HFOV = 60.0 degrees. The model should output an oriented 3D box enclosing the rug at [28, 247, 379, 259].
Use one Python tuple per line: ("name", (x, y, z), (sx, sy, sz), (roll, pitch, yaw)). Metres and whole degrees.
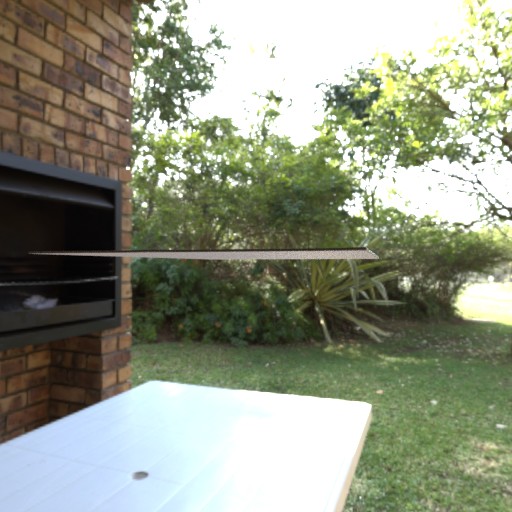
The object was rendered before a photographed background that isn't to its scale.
("rug", (0.000, 0.000, 2.344), (1.231, 0.012, 1.835), (0, -1, 17))
